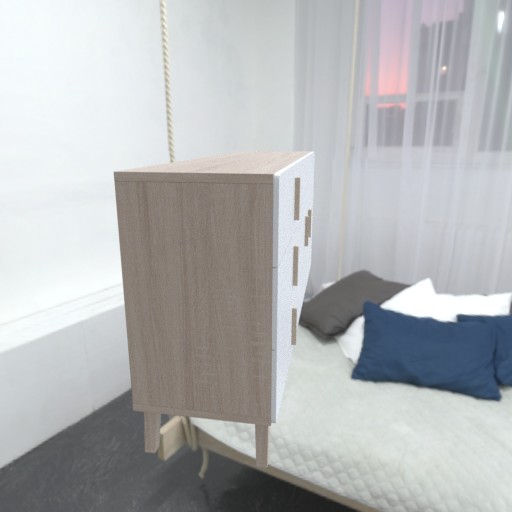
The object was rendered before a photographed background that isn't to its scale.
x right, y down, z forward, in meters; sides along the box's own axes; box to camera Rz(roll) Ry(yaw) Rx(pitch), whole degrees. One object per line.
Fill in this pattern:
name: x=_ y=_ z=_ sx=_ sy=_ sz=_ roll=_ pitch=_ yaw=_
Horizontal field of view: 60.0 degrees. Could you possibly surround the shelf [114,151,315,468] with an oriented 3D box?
shelf: x=0.000 y=0.000 z=1.797 sx=0.400 sy=0.780 sz=1.490 roll=3 pitch=15 yaw=10
